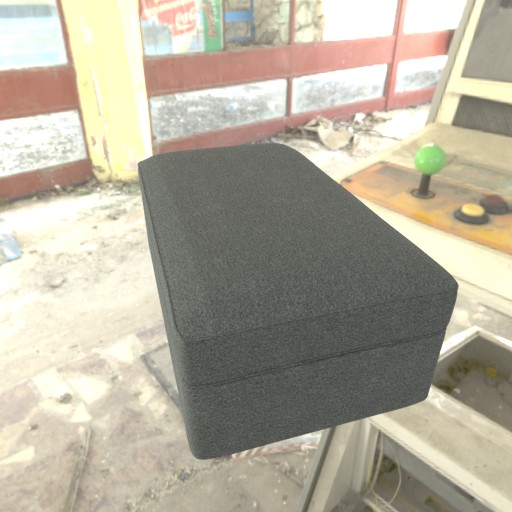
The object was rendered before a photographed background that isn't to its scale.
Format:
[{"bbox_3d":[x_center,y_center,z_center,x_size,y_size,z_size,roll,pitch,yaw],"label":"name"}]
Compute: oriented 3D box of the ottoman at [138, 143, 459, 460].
[{"bbox_3d":[0.000,0.000,1.529,0.681,0.494,1.173,-9,32,-15],"label":"ottoman"}]
